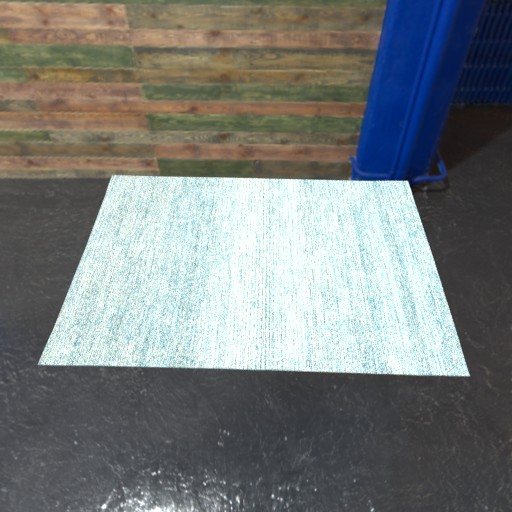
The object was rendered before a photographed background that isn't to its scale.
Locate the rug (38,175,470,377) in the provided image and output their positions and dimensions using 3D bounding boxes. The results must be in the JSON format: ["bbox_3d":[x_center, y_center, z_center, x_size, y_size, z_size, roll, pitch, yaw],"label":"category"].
[{"bbox_3d":[0.000,0.000,2.833,2.260,0.026,1.611,1,48,1],"label":"rug"}]
